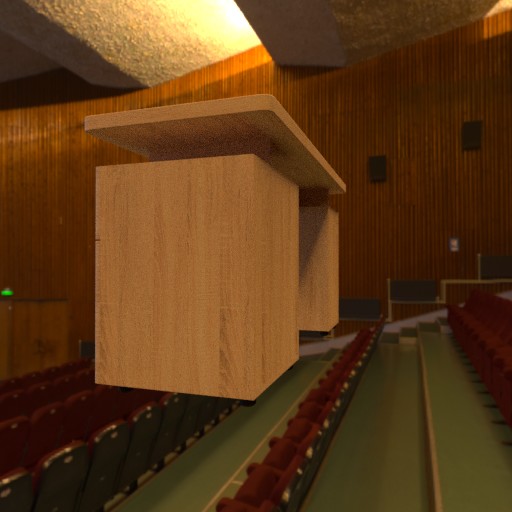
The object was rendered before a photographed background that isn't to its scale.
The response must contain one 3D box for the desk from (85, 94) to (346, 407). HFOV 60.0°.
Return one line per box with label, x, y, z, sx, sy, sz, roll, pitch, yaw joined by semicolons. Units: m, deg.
desk;0.000;0.000;1.797;0.550;0.760;1.400;0;-1;19
